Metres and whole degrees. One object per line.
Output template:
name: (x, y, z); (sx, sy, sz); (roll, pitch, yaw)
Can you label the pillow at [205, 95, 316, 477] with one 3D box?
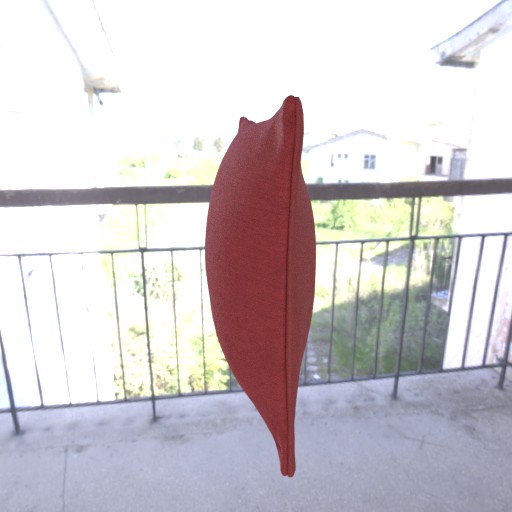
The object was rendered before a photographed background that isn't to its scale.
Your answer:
pillow: (0.000, 0.000, 0.657); (0.151, 0.416, 0.435); (-2, 15, -8)
